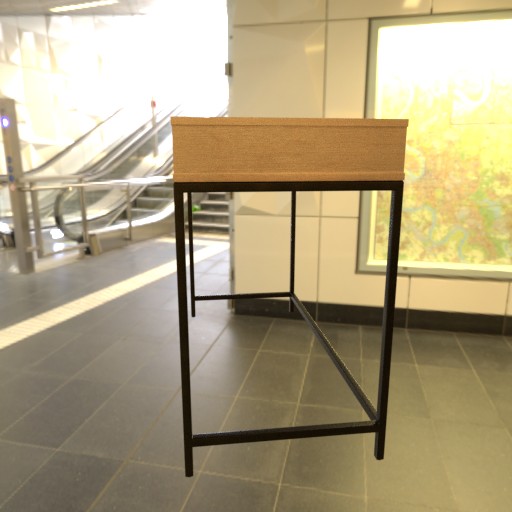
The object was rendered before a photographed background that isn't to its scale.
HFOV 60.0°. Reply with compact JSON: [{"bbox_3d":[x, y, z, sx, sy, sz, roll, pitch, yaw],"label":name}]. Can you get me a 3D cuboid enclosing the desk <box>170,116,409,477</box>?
[{"bbox_3d":[0.000,0.000,1.408,0.470,0.762,1.016,-2,13,-7],"label":"desk"}]
